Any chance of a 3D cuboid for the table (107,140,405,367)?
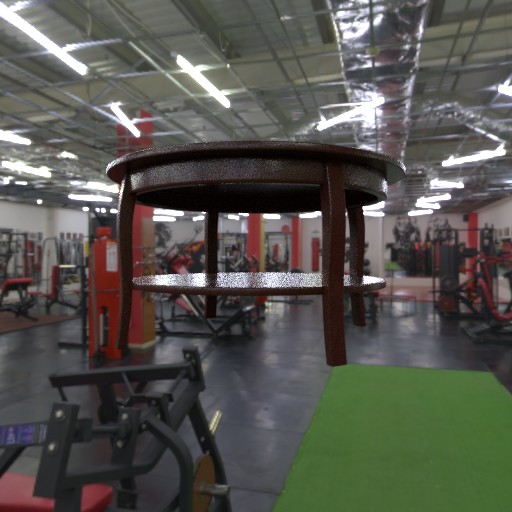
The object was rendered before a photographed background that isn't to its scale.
[{"bbox_3d":[0.000,0.000,1.427,0.911,0.512,0.911,0,0,0],"label":"table"}]
